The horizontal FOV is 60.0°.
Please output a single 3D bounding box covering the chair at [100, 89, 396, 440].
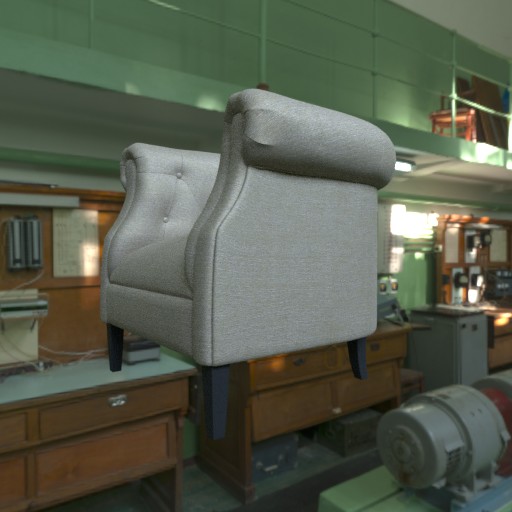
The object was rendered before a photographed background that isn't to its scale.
[{"bbox_3d":[0.000,0.000,1.529,0.852,0.827,0.905,-1,2,-36],"label":"chair"}]
